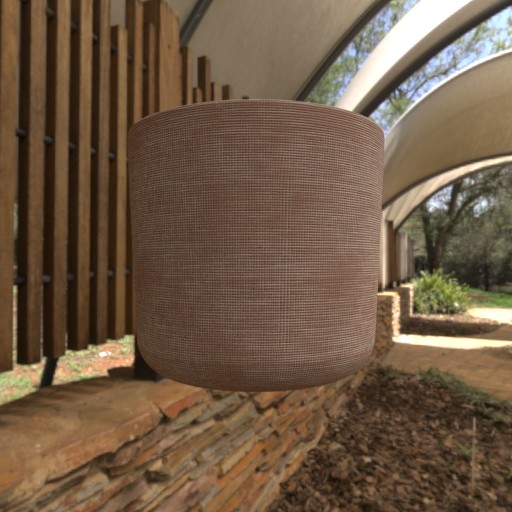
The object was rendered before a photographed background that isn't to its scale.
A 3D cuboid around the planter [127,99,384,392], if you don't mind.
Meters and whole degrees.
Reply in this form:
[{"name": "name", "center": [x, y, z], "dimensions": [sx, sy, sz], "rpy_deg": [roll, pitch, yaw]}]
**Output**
[{"name": "planter", "center": [0.000, 0.000, 0.787], "dimensions": [0.440, 0.398, 0.440], "rpy_deg": [0, -1, 0]}]
